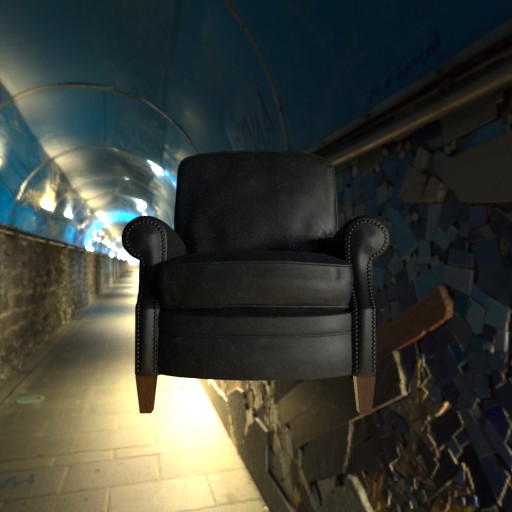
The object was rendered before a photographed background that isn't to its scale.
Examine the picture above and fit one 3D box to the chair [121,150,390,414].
[{"bbox_3d":[0.000,0.000,1.801,0.936,1.018,0.986,0,0,0],"label":"chair"}]
